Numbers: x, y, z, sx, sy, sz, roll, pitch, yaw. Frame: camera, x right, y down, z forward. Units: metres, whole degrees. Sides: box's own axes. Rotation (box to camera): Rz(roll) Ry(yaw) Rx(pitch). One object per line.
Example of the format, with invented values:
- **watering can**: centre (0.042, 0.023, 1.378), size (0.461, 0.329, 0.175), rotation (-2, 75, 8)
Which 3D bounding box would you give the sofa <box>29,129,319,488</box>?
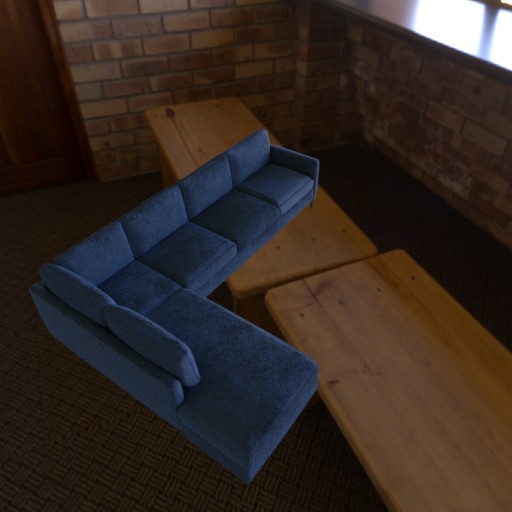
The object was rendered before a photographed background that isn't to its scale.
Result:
- **sofa**: centre (0.000, 0.000, 3.779), size (2.007, 0.815, 2.949), rotation (25, 47, 26)
